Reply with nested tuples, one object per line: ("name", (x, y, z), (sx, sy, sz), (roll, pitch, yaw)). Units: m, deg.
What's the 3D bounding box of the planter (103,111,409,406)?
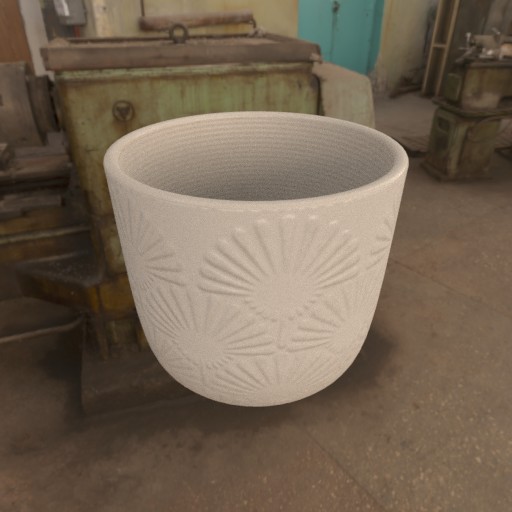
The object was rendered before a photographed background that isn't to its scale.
("planter", (0.000, 0.000, 0.214), (0.124, 0.109, 0.124), (0, 31, 0))
